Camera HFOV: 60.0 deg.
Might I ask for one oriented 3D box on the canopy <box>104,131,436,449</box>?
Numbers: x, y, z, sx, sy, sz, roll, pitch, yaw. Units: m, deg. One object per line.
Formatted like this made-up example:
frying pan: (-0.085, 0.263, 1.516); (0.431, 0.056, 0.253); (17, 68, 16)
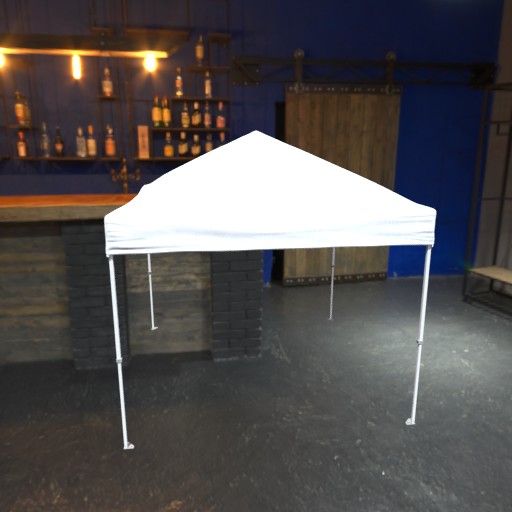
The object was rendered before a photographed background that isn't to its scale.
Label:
canopy: (0.000, 0.000, 5.510); (2.998, 2.997, 2.996); (-2, 14, -7)
